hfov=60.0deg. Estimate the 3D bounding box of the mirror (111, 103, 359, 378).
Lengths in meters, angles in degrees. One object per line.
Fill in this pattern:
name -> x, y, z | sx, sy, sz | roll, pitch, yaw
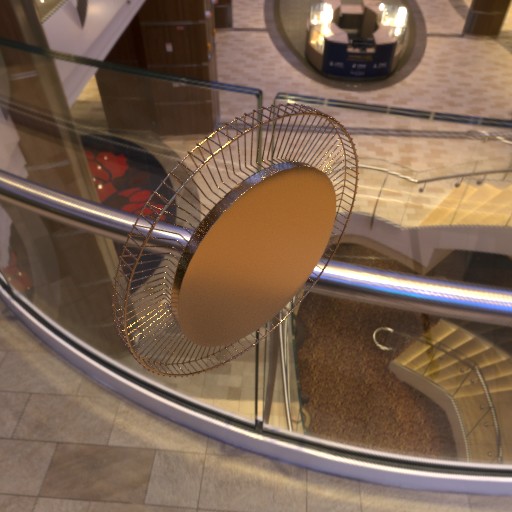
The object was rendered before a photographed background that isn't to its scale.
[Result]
mirror -> 0.000, 0.000, 1.043 | 0.703, 0.703, 0.067 | -33, 54, -28
